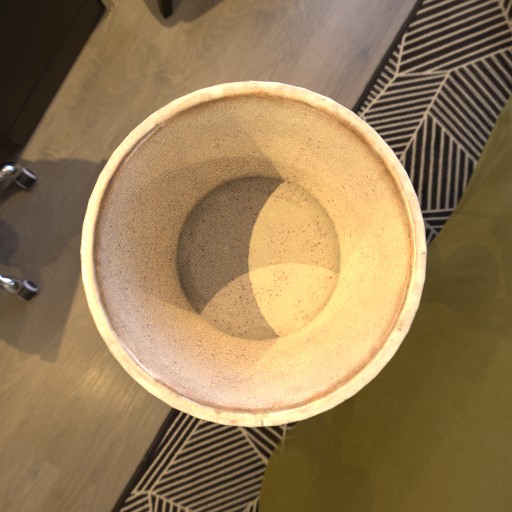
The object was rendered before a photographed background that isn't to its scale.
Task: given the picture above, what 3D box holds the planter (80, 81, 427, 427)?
[{"bbox_3d":[0.000,0.000,0.309,0.186,0.144,0.186,0,88,2],"label":"planter"}]
